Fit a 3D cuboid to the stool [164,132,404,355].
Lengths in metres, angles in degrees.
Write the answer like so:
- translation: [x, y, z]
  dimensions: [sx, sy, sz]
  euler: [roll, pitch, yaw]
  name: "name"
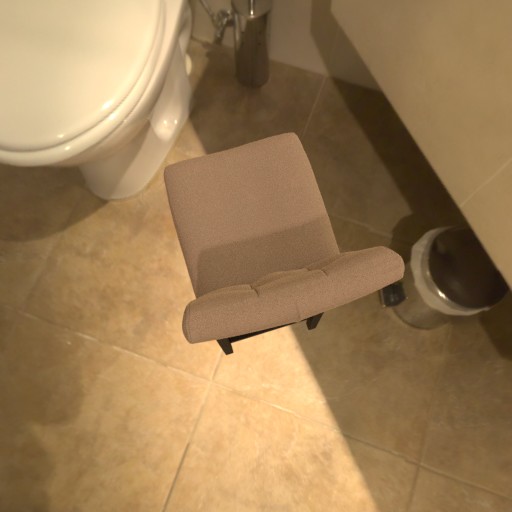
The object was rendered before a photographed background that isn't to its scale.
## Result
- translation: [0.000, 0.000, 1.321]
  dimensions: [0.411, 1.047, 0.548]
  euler: [-16, 74, -5]
  name: "stool"
